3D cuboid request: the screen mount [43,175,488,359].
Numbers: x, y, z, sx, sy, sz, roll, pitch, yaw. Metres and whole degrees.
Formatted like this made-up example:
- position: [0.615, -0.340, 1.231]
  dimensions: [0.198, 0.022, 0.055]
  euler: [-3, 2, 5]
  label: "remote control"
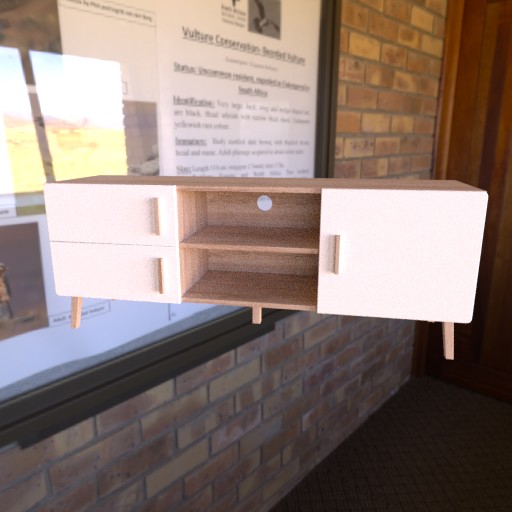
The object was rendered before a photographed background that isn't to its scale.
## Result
- position: [0.000, 0.000, 1.723]
  dimensions: [1.500, 0.570, 0.420]
  euler: [3, 15, 10]
  label: "screen mount"
